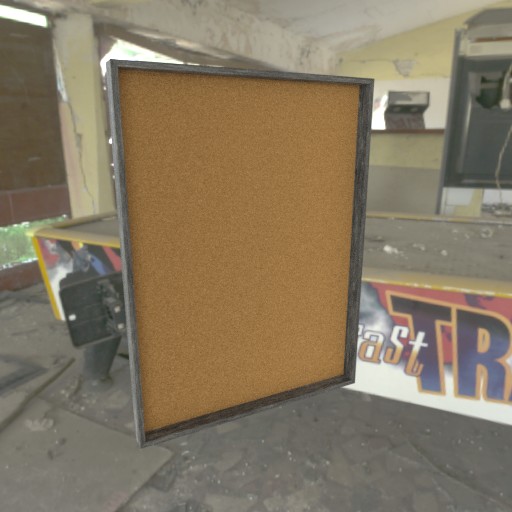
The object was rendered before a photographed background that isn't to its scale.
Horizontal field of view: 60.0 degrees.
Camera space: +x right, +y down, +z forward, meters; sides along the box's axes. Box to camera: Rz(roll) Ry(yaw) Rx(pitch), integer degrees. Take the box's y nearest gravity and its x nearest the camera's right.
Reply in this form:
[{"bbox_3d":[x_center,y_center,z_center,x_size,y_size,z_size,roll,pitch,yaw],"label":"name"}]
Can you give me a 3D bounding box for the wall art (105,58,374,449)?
[{"bbox_3d":[0.000,0.000,1.310,0.762,1.016,0.063,-7,17,-26],"label":"wall art"}]
